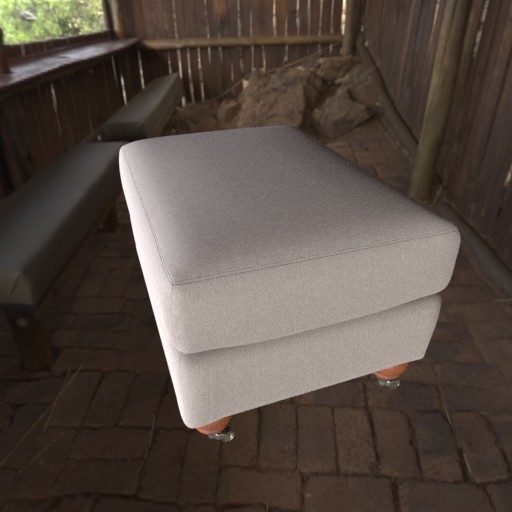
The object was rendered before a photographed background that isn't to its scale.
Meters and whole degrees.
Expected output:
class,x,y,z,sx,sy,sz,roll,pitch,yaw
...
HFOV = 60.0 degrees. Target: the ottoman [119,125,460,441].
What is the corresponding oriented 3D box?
class,x,y,z,sx,sy,sz,roll,pitch,yaw
ottoman,0.000,0.000,1.133,0.574,0.497,0.773,-11,33,-17
